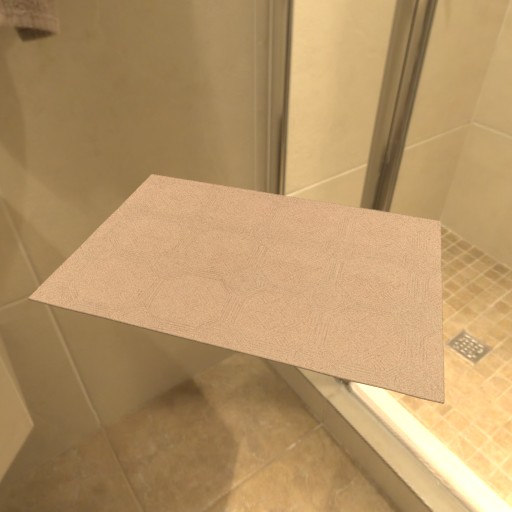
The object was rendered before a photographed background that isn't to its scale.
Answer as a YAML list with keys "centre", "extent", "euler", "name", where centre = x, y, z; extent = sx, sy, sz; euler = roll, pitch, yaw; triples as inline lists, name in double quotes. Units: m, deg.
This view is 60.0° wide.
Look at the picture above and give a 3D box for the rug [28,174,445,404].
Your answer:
- centre: [0.000, 0.000, 2.297]
  extent: [1.839, 0.009, 1.236]
  euler: [11, 41, 13]
  name: "rug"
